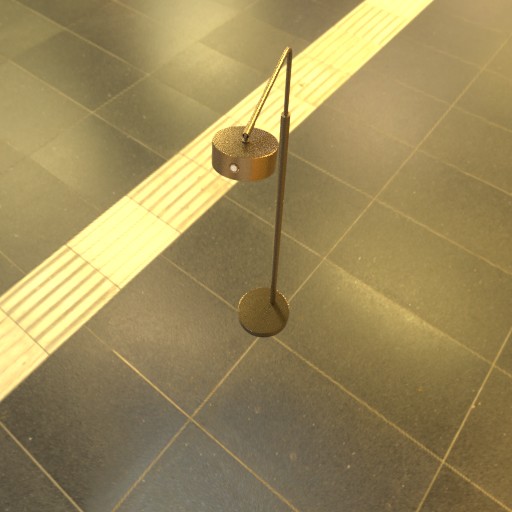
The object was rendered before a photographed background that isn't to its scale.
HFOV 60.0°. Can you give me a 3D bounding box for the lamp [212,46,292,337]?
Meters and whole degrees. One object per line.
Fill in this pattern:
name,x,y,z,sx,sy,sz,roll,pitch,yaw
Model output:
lamp,0.000,0.000,1.349,0.219,1.230,0.418,16,59,10
